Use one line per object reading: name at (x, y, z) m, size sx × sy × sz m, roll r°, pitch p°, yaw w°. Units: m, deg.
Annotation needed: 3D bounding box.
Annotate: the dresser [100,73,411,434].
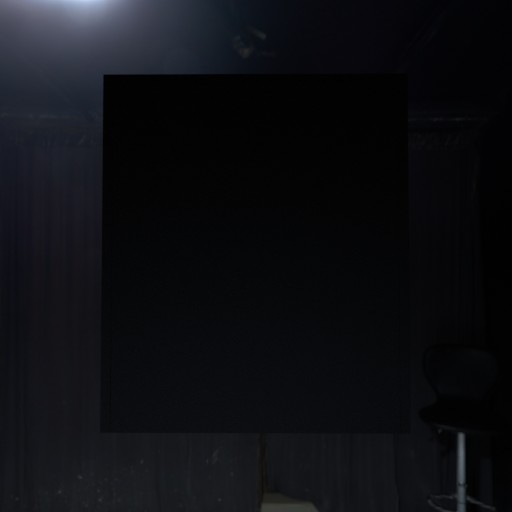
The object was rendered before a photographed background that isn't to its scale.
dresser at (0.000, 0.000, 0.757) m, size 0.400 × 0.470 × 0.360 m, roll 0°, pitch -1°, yaw 0°
